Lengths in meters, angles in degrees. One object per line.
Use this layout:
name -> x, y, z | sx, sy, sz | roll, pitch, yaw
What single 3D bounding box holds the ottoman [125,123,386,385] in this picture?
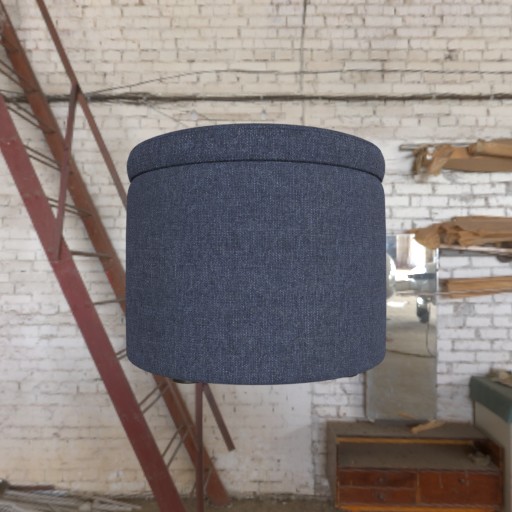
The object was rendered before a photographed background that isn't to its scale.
ottoman -> 0.000, 0.000, 0.922 | 0.520, 0.430, 0.520 | 0, -1, 0
